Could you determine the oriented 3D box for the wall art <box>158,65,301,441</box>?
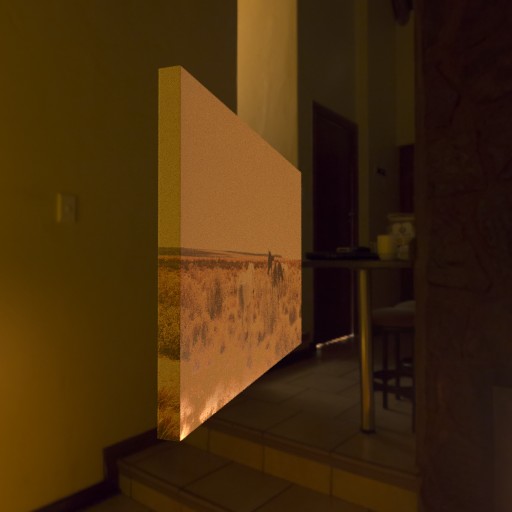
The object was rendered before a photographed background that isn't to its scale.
[{"bbox_3d":[0.000,0.000,1.444,0.051,0.761,1.138,0,-1,18],"label":"wall art"}]
